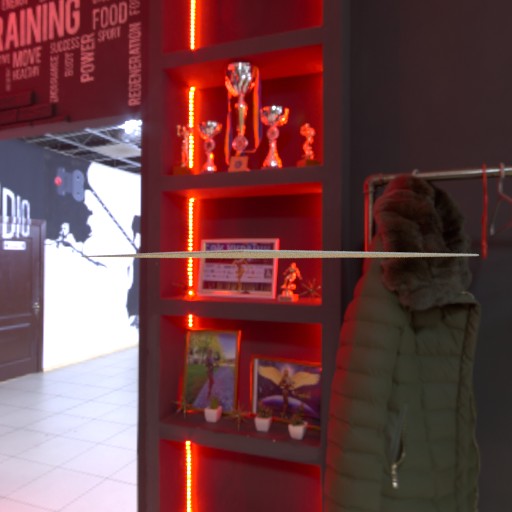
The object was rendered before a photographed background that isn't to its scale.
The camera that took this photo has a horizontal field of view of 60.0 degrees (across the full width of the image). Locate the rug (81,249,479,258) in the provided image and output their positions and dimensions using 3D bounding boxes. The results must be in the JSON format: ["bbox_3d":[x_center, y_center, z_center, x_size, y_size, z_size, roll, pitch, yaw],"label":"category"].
[{"bbox_3d":[0.000,0.000,4.015,2.288,0.018,2.895,1,-1,-36],"label":"rug"}]
